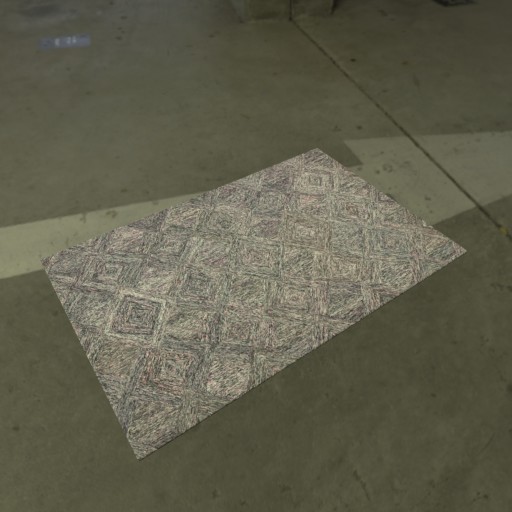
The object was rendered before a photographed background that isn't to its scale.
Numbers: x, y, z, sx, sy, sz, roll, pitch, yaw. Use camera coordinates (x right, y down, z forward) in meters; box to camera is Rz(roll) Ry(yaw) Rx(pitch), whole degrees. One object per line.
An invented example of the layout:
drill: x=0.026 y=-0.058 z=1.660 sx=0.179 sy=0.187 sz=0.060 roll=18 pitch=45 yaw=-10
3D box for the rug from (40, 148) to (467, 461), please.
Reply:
rug: x=0.000 y=0.000 z=2.845 sx=2.298 sy=0.017 sz=1.501 roll=-26 pitch=51 yaw=-24
